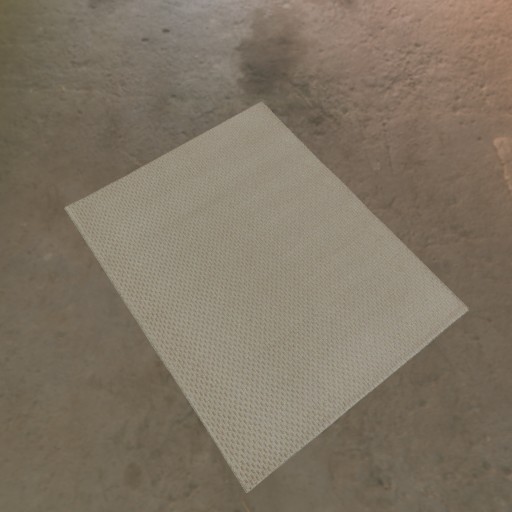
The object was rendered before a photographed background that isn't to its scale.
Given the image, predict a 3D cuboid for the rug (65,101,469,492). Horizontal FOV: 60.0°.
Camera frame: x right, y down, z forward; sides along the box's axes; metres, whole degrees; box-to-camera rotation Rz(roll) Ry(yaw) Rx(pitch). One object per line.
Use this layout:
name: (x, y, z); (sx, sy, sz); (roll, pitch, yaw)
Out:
rug: (0.000, 0.000, 3.889); (2.277, 0.035, 2.897); (-33, 68, -15)
